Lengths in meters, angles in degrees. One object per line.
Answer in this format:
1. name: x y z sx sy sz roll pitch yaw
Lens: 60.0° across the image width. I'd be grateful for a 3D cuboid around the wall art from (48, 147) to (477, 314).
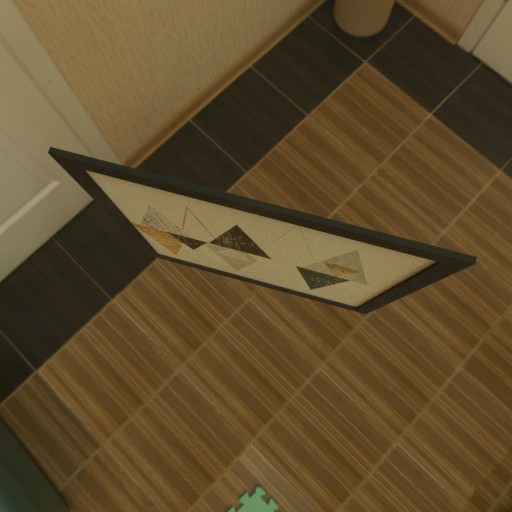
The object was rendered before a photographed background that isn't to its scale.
1. wall art: 0.000 0.000 1.225 0.823 0.823 0.013 15 77 4
